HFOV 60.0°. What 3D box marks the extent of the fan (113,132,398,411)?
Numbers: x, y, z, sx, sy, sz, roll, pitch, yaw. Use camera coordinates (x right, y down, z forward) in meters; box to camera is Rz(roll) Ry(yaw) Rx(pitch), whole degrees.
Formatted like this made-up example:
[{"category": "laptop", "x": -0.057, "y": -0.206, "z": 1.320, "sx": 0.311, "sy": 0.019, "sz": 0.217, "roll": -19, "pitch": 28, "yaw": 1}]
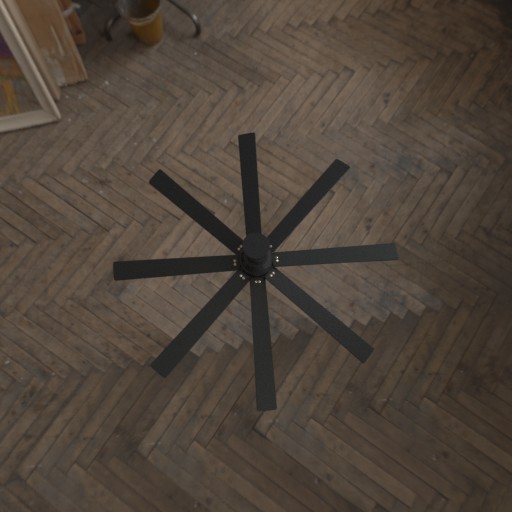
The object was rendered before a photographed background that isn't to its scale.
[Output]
[{"category": "fan", "x": 0.000, "y": 0.000, "z": 2.724, "sx": 1.830, "sy": 0.472, "sz": 1.830, "roll": 40, "pitch": 79, "yaw": 9}]
